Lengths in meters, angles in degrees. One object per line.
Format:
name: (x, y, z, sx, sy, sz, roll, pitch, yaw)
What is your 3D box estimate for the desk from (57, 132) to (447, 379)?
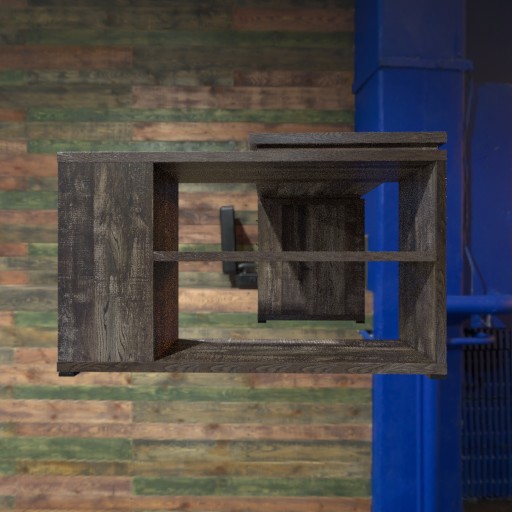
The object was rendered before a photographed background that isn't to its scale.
desk: (0.000, 0.000, 2.124, 1.200, 0.753, 1.524, 0, 0, 1)
